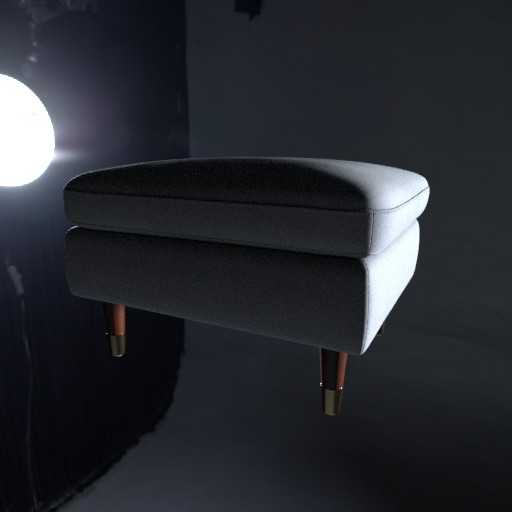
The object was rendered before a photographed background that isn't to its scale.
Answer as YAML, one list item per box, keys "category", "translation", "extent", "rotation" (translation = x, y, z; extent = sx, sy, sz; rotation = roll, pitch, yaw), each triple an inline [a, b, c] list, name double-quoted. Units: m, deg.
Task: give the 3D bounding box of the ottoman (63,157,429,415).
- category: "ottoman"
  translation: [0.000, 0.000, 1.099]
  extent: [0.747, 0.478, 0.593]
  rotation: [7, 15, 26]
